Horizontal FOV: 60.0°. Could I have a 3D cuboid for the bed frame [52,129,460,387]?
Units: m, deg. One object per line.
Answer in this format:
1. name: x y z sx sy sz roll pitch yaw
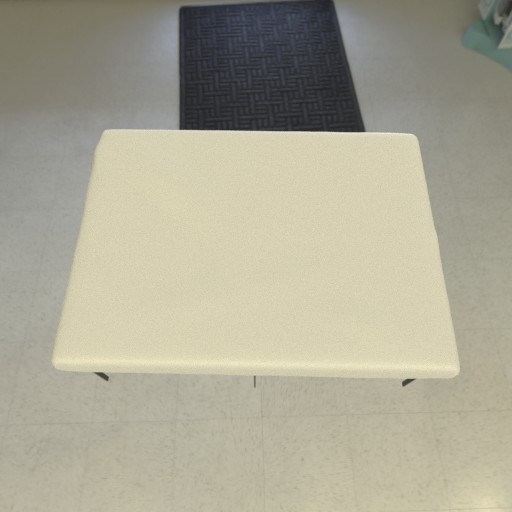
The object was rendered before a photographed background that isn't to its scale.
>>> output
1. bed frame: 0.000 0.000 2.828 2.151 0.667 1.584 1 63 0
